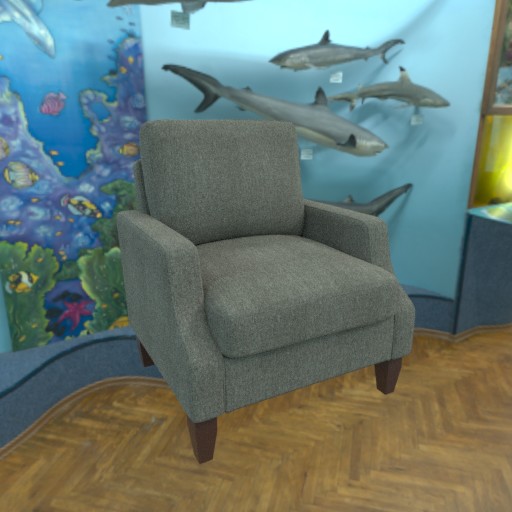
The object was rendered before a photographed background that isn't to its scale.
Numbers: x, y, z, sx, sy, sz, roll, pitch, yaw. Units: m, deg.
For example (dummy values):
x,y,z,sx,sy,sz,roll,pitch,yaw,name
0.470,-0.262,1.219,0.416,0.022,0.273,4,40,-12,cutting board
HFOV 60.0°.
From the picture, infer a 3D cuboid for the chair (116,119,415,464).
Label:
x,y,z,sx,sy,sz,roll,pitch,yaw,name
0.000,0.000,1.675,0.855,0.993,0.897,-9,19,-27,chair
